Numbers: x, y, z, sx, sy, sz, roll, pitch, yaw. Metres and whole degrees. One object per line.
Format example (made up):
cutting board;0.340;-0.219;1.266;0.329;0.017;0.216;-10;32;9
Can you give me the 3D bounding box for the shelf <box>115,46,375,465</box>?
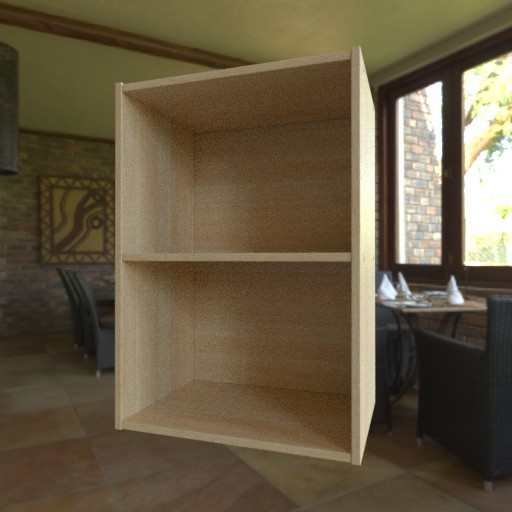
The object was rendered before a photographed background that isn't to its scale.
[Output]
shelf;0.000;0.000;0.828;0.414;0.592;0.290;0;0;19
